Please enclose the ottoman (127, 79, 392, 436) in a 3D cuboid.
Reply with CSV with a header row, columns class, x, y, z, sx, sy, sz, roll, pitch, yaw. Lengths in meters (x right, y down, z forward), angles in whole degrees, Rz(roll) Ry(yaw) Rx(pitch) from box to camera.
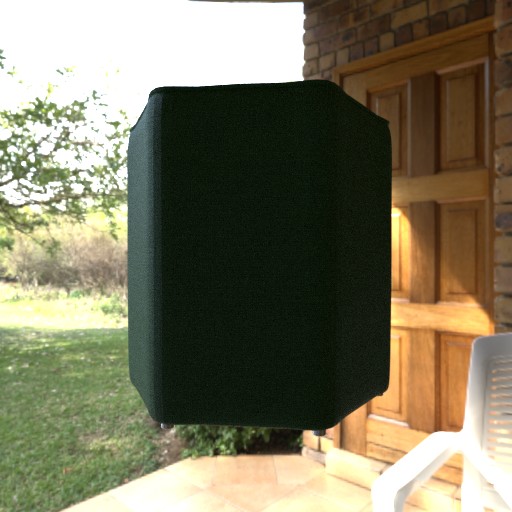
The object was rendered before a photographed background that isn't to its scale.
class,x,y,z,sx,sy,sz,roll,pitch,yaw
ottoman,0.000,0.000,0.835,0.444,0.507,0.499,0,0,36
